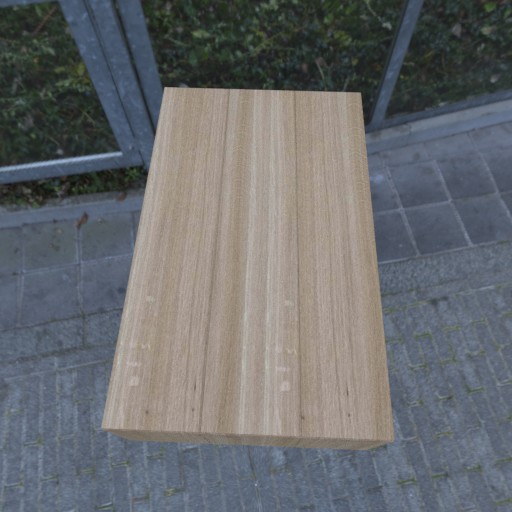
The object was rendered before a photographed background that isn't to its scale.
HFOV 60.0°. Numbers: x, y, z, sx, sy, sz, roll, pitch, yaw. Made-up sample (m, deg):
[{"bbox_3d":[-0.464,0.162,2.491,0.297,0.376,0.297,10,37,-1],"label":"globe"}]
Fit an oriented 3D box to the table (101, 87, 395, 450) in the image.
[{"bbox_3d":[0.000,0.000,1.431,0.678,0.353,1.110,2,63,1],"label":"table"}]
